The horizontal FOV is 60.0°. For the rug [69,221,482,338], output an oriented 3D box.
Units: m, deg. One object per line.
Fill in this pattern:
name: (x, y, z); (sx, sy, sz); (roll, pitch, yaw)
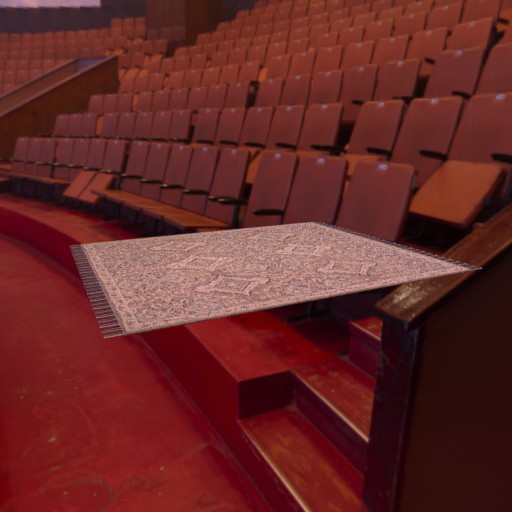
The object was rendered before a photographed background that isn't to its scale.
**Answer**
rug: (0.000, 0.000, 4.133); (3.056, 0.010, 2.437); (-7, 17, -25)
